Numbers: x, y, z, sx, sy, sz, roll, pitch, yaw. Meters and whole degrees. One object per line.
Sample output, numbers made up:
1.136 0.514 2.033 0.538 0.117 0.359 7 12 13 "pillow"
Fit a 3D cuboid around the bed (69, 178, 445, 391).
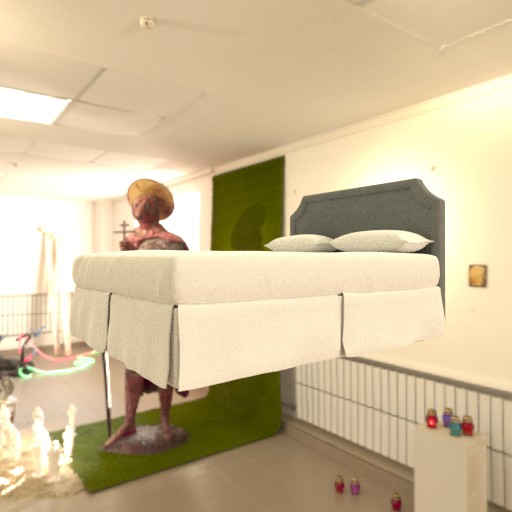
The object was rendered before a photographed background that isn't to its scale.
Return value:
0.000 0.000 3.569 2.464 1.306 1.977 0 0 -37 "bed"
